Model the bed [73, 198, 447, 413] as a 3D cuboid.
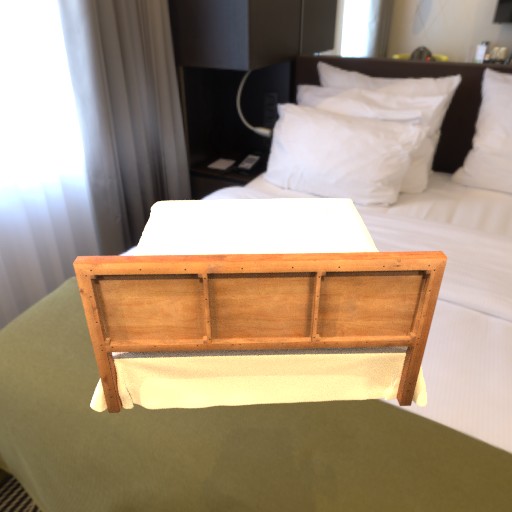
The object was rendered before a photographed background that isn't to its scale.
[{"bbox_3d":[0.000,0.000,3.584,2.255,1.158,2.165,-1,30,-1],"label":"bed"}]
